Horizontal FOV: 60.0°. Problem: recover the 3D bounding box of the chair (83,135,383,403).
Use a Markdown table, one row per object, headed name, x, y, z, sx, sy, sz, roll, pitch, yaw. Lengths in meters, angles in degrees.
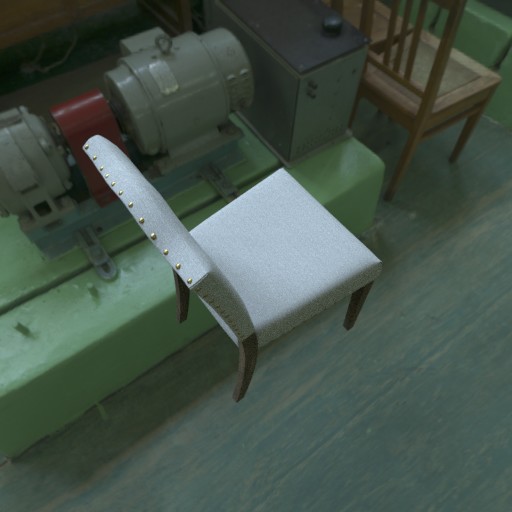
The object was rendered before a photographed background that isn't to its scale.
| name | x | y | z | sx | sy | sz | roll | pitch | yaw |
| --- | --- | --- | --- | --- | --- | --- | --- | --- | --- |
| chair | 0.000 | 0.000 | 1.344 | 0.620 | 1.020 | 0.508 | -33 | 64 | -18 |
